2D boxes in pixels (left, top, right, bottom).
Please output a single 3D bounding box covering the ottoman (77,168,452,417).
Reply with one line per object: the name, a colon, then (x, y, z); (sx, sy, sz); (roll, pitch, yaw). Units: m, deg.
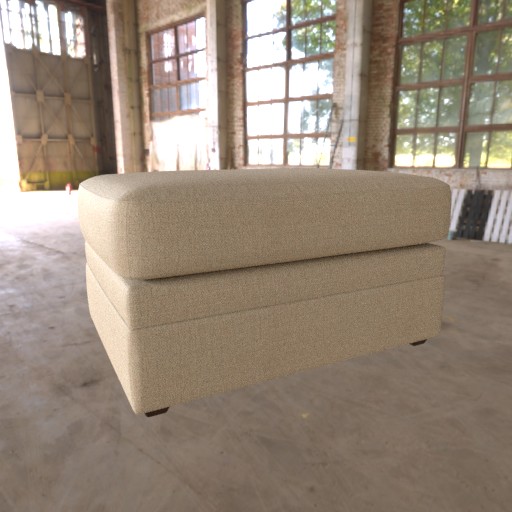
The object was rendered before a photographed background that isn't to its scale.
ottoman: (0.000, 0.000, 1.254); (0.885, 0.478, 0.637); (-7, 14, -27)
